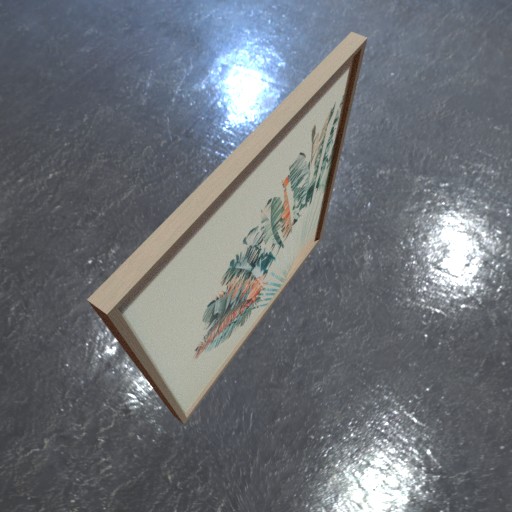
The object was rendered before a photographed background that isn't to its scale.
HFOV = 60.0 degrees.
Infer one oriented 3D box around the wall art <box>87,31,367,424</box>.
[{"bbox_3d":[0.000,0.000,1.091,0.038,0.758,0.761,31,63,17],"label":"wall art"}]
